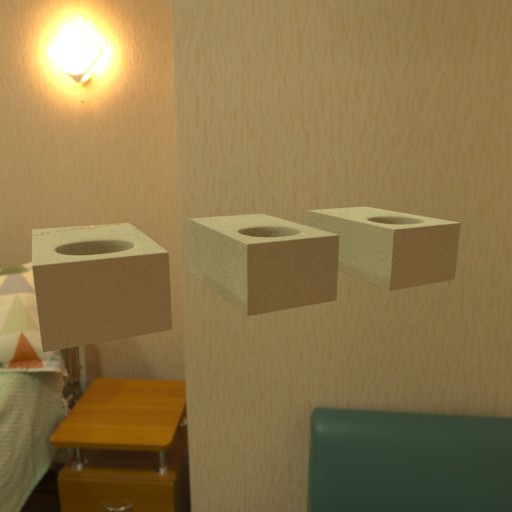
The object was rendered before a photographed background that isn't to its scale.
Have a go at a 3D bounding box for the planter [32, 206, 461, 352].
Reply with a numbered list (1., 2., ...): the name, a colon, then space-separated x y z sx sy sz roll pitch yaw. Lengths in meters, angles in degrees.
1. planter: 0.000 0.000 0.373 0.333 0.051 0.127 -7 15 -25
